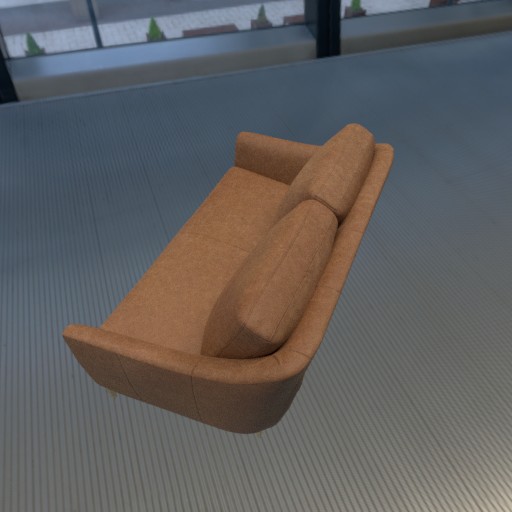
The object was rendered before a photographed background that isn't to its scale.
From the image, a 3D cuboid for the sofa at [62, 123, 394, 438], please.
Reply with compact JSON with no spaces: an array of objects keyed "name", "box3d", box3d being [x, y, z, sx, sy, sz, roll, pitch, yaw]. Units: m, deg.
[{"name":"sofa","box3d":[0.000,0.000,2.174,0.960,0.902,1.619,18,49,16]}]
